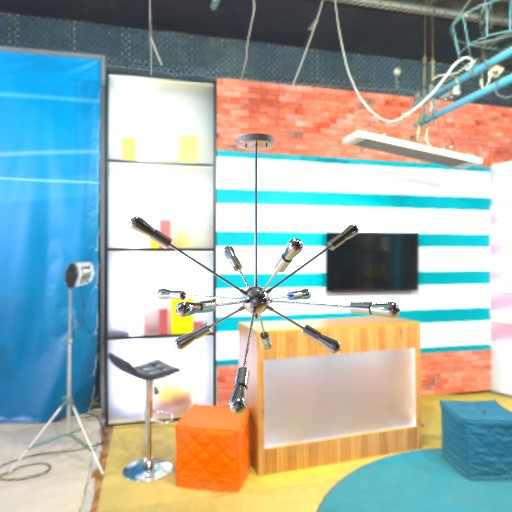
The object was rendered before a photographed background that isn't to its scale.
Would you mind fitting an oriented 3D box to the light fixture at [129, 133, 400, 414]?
[{"bbox_3d":[0.000,0.000,1.051,0.684,0.558,0.509,0,-1,37],"label":"light fixture"}]
